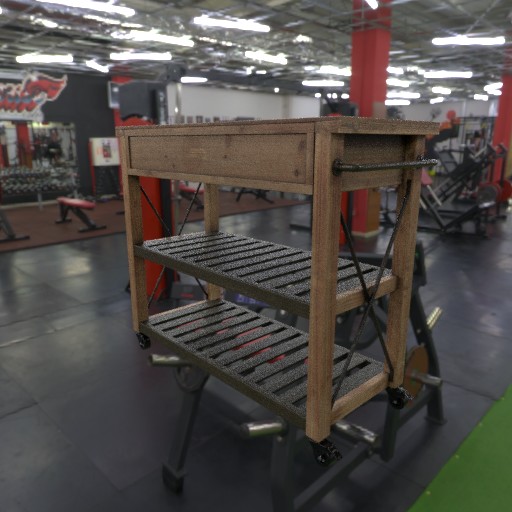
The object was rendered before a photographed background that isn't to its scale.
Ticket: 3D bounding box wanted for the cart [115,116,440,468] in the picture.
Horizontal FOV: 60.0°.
[{"bbox_3d":[0.000,0.000,0.976,0.298,0.554,0.686,-13,20,-41],"label":"cart"}]
